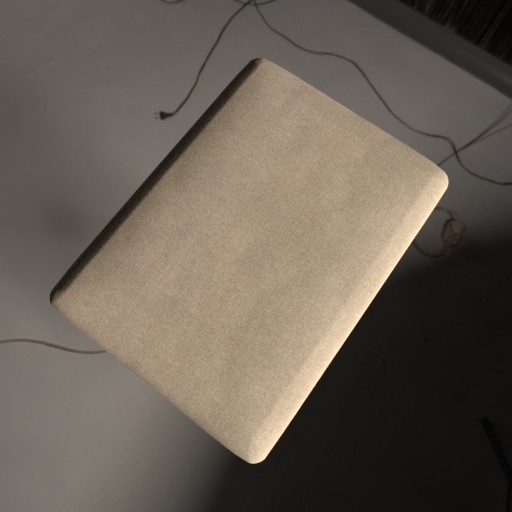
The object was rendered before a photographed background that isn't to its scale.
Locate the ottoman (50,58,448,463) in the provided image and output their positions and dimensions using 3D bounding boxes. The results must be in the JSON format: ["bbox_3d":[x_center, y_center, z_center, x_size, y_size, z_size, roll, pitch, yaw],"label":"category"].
[{"bbox_3d":[0.000,0.000,1.211,0.610,0.478,0.823,35,78,9],"label":"ottoman"}]
